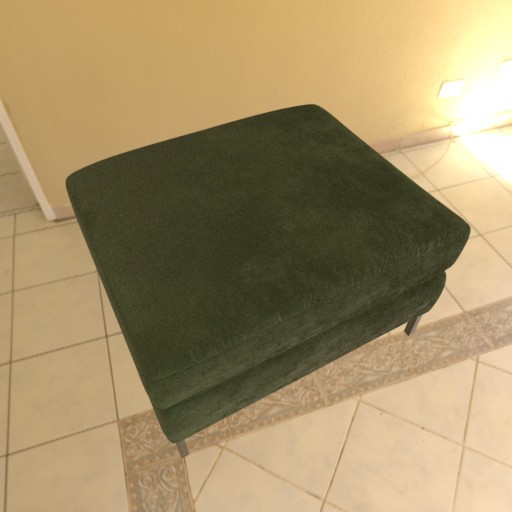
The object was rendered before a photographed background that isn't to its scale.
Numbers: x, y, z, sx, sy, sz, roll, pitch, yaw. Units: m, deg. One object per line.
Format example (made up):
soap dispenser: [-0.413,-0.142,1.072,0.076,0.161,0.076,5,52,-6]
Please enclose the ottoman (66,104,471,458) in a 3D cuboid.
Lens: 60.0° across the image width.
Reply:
ottoman: [0.000,0.000,1.289,0.839,0.538,0.701,-22,52,-19]
